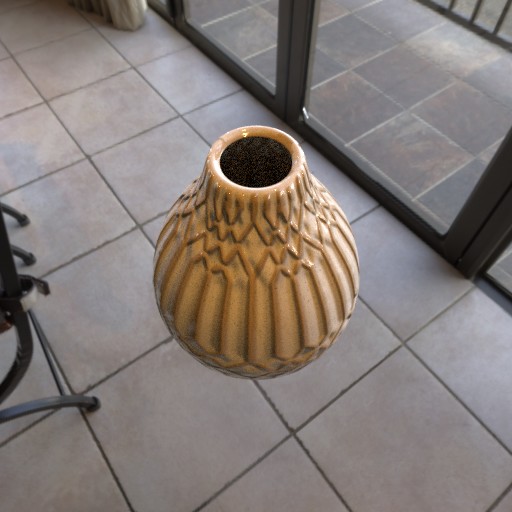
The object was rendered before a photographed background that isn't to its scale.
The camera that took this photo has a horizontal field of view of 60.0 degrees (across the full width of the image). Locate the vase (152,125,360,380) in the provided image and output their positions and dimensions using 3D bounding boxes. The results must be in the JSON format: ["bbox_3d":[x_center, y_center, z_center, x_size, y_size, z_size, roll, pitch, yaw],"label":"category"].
[{"bbox_3d":[0.000,0.000,0.327,0.159,0.200,0.159,0,57,0],"label":"vase"}]
